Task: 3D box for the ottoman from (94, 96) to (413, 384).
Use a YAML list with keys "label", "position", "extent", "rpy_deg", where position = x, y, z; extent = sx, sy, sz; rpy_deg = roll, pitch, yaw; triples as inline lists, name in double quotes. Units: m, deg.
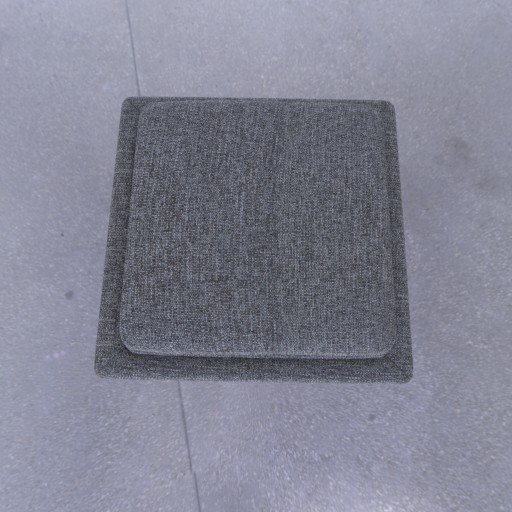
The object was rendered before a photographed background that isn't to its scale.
- label: "ottoman"
  position: [0.000, 0.000, 0.833]
  extent: [0.450, 0.460, 0.450]
  rpy_deg: [1, 75, 0]
